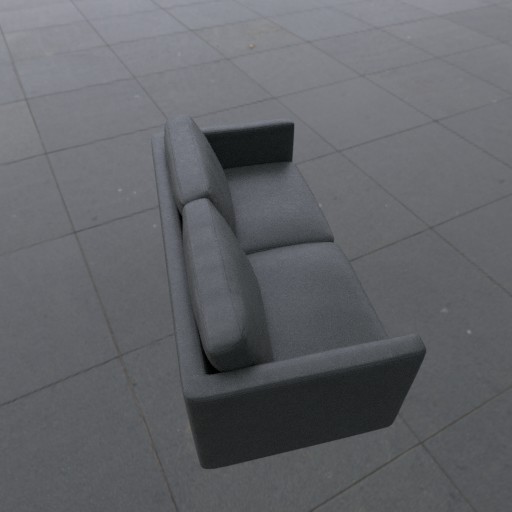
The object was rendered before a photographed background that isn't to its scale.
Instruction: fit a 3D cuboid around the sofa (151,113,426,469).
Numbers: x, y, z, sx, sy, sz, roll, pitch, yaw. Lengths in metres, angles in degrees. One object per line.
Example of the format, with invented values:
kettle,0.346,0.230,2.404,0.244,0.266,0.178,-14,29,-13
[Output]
sofa,0.000,0.000,2.426,0.951,0.933,1.883,-9,46,-9
